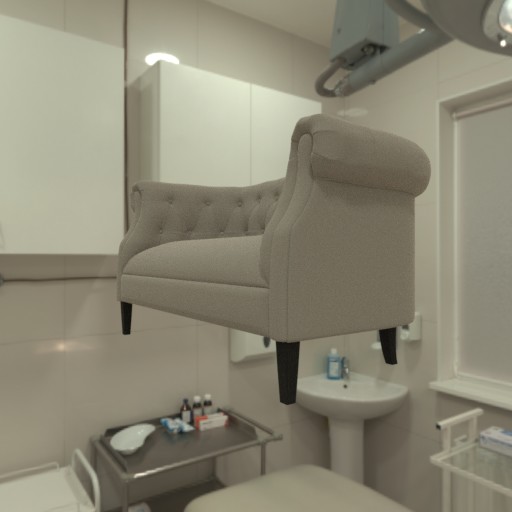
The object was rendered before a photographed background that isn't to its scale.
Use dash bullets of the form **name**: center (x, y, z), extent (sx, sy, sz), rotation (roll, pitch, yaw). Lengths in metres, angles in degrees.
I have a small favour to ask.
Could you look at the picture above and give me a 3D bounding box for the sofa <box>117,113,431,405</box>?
- **sofa**: center (0.000, 0.000, 2.003), extent (0.835, 0.827, 1.558), rotation (0, 0, -35)
